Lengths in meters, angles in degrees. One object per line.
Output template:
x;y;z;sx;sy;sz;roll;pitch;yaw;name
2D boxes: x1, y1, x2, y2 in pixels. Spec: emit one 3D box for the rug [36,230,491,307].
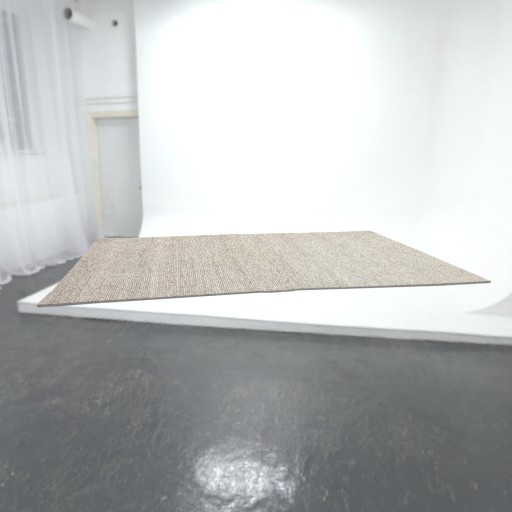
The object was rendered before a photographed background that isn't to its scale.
0.000;0.000;2.991;2.342;0.030;1.609;-2;13;-9;rug
